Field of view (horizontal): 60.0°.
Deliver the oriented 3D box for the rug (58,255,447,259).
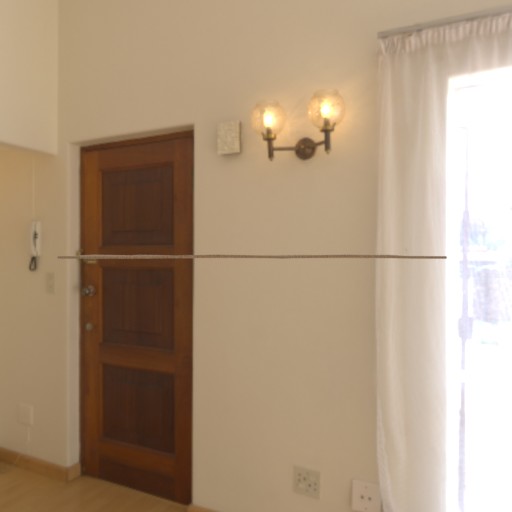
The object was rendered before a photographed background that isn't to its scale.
[{"bbox_3d":[0.000,0.000,2.301,1.220,0.013,1.829,0,0,1],"label":"rug"}]
